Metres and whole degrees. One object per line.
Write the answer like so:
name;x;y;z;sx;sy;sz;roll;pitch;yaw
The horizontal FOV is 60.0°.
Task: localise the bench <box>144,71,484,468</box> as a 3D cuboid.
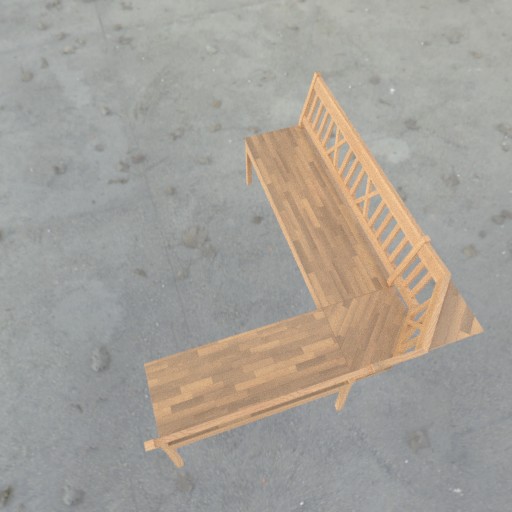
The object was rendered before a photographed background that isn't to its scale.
bench;0.000;0.000;2.689;1.537;0.902;1.937;-16;59;-10
